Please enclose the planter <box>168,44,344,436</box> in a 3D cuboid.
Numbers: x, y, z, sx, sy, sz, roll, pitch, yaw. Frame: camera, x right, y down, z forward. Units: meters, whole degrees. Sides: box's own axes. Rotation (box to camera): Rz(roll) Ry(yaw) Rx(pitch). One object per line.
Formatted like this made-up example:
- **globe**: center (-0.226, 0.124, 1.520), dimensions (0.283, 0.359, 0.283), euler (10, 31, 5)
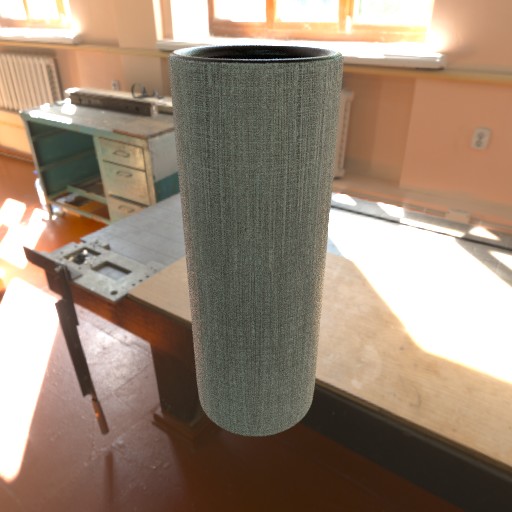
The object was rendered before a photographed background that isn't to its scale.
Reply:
- **planter**: center (0.000, 0.000, 0.321), dimensions (0.100, 0.270, 0.100), euler (-11, 31, -18)
